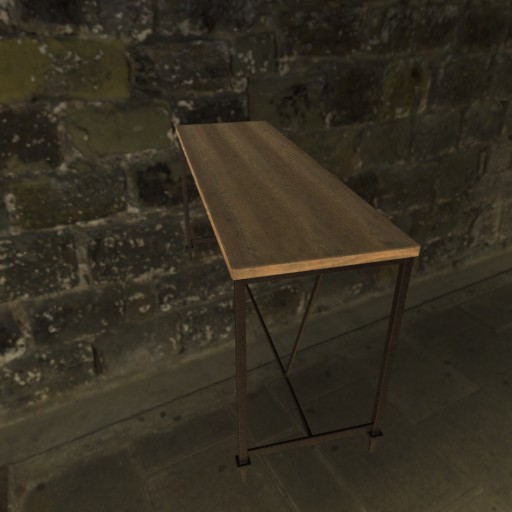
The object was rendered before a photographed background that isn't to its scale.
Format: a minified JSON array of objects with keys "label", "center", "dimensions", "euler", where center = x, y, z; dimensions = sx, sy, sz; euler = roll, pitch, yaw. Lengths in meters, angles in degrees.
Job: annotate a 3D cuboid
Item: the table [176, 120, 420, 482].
[{"label":"table","center":[0.000,0.000,2.137],"dimensions":[0.551,0.902,1.700],"euler":[-7,30,-12]}]
